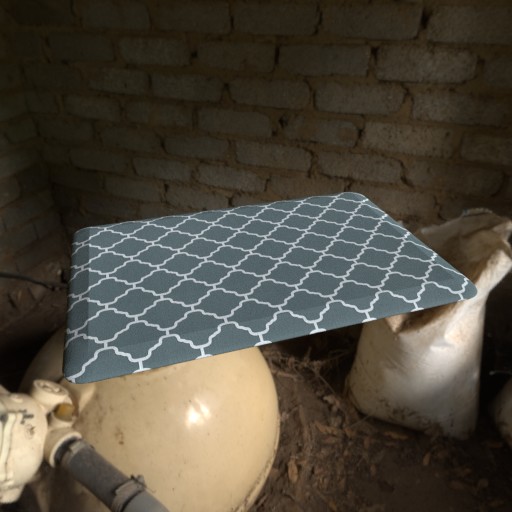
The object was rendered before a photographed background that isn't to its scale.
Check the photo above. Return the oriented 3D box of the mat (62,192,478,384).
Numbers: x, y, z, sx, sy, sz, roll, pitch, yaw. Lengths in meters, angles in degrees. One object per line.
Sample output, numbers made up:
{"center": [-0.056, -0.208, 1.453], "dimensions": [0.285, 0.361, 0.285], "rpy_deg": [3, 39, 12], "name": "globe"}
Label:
{"center": [0.000, 0.000, 0.950], "dimensions": [0.762, 0.021, 0.508], "rpy_deg": [-9, 33, -15], "name": "mat"}
